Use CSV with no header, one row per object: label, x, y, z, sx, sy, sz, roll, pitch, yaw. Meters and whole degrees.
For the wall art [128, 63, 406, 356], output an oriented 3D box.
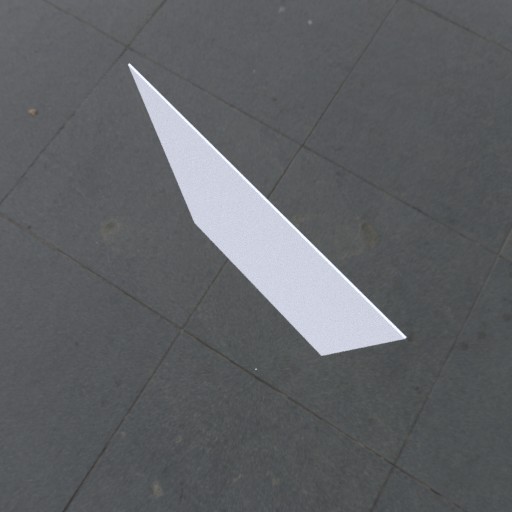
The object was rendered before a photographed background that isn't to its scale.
wall art,0.000,0.000,0.800,0.003,0.610,0.457,-42,79,-10
